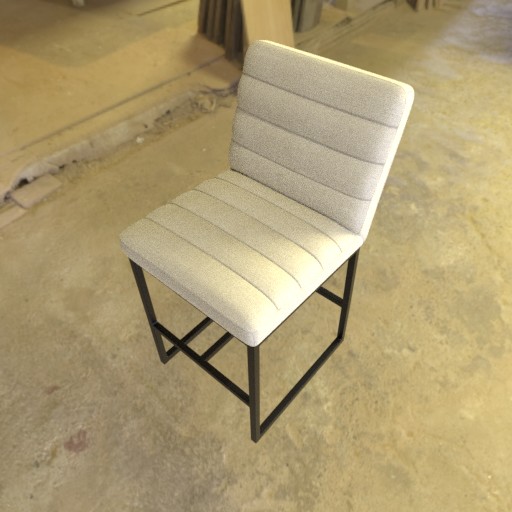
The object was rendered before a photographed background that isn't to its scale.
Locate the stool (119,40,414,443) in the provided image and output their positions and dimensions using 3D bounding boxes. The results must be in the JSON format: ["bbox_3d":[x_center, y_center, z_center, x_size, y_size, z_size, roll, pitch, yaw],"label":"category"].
[{"bbox_3d":[0.000,0.000,1.243,0.460,0.940,0.560,31,53,27],"label":"stool"}]
